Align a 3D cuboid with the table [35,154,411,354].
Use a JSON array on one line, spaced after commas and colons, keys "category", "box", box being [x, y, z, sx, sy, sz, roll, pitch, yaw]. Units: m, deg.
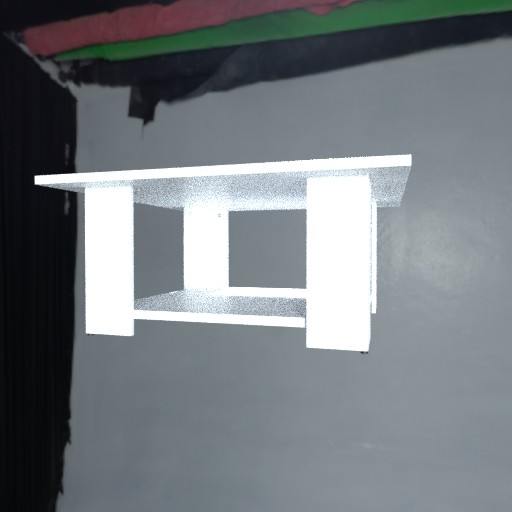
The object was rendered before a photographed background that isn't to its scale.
[{"category": "table", "box": [0.000, 0.000, 1.063, 0.670, 0.305, 0.670, 0, 1, 17]}]
